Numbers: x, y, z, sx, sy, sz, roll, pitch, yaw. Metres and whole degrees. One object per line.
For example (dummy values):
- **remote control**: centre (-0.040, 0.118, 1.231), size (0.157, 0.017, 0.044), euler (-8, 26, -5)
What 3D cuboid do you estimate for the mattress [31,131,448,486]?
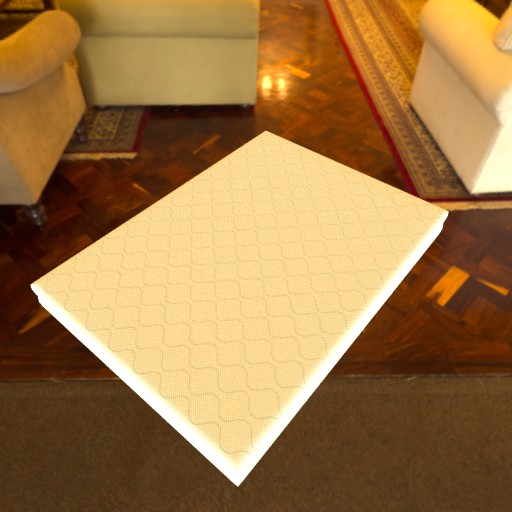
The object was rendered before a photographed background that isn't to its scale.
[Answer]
- **mattress**: centre (0.000, 0.000, 2.493), size (1.400, 0.200, 1.900), euler (31, 54, 26)
